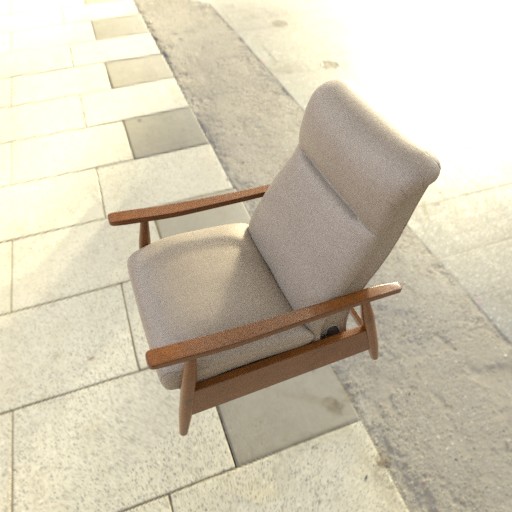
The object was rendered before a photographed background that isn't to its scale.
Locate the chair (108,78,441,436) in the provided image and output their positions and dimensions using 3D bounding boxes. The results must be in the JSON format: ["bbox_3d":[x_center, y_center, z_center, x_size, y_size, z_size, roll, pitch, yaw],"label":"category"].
[{"bbox_3d":[0.000,0.000,1.799,1.032,1.082,0.762,-17,50,-15],"label":"chair"}]
